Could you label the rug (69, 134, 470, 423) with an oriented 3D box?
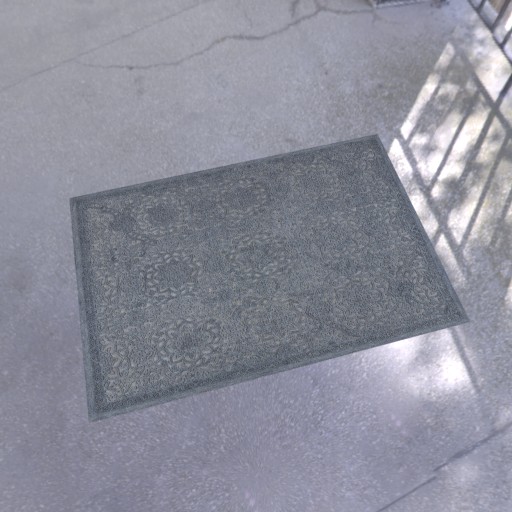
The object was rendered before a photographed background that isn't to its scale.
[{"bbox_3d":[0.000,0.000,2.296,1.819,0.012,1.208,-13,64,-6],"label":"rug"}]
